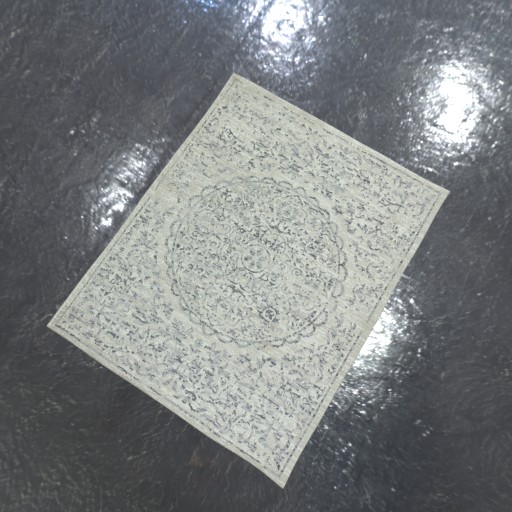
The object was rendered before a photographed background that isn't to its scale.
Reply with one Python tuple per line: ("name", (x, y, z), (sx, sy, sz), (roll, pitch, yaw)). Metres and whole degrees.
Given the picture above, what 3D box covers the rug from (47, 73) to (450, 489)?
("rug", (0.000, 0.000, 3.887), (2.343, 0.026, 2.925), (31, 78, 8))
